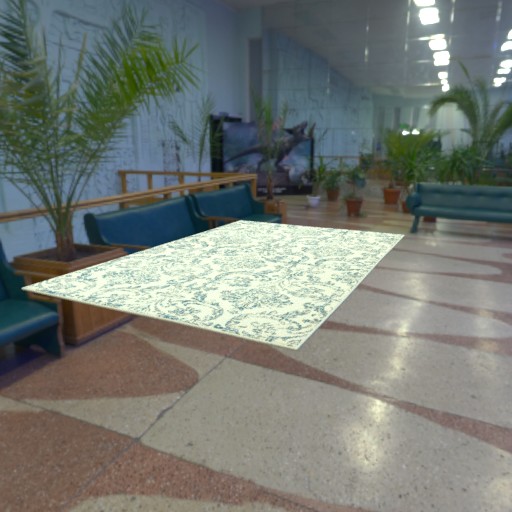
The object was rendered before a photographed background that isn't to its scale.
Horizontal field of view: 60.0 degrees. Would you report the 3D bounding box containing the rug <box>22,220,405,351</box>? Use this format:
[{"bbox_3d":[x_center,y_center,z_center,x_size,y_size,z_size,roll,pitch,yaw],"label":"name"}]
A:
[{"bbox_3d":[0.000,0.000,3.491,1.819,0.018,2.746,7,16,26],"label":"rug"}]
